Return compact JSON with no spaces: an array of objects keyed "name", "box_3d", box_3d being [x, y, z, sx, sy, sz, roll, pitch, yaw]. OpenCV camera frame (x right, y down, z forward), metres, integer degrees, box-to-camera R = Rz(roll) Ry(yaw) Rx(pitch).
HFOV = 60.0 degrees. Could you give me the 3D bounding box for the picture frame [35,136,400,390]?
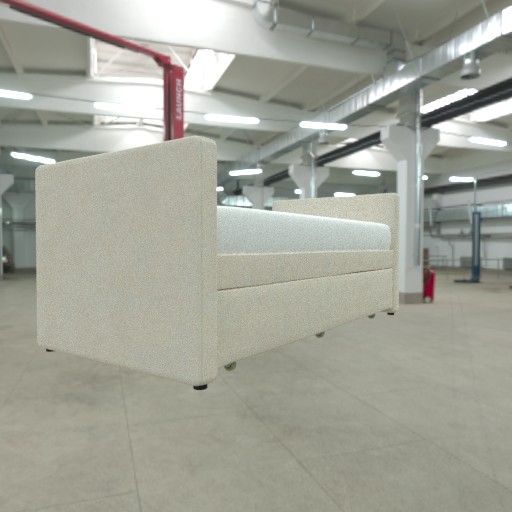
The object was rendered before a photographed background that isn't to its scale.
[{"name":"picture frame","box_3d":[0.000,0.000,2.696,1.069,0.891,2.161,1,2,35]}]
